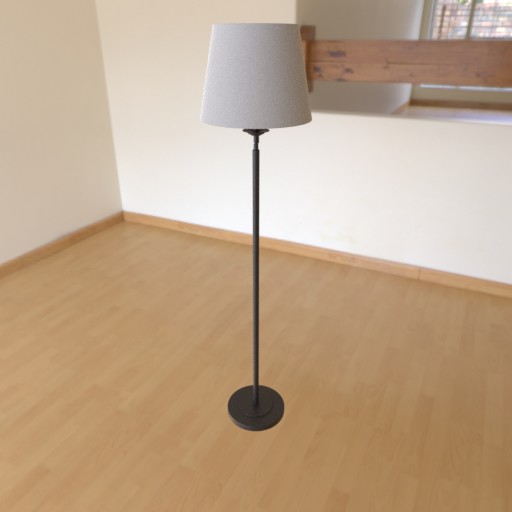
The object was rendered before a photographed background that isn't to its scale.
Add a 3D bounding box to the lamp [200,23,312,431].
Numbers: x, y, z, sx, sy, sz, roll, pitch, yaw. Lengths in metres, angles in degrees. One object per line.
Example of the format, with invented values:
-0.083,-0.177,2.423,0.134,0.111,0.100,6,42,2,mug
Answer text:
0.000,0.000,1.591,0.348,1.473,0.348,1,26,2,lamp
